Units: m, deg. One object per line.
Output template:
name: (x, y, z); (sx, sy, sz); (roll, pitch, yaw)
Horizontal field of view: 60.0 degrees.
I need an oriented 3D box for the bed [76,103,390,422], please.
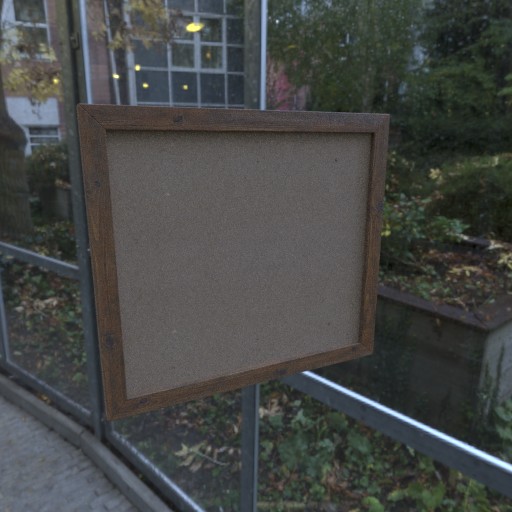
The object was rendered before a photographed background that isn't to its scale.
bed: (0.000, 0.000, 1.504); (1.046, 0.942, 0.046); (-7, 16, -25)
